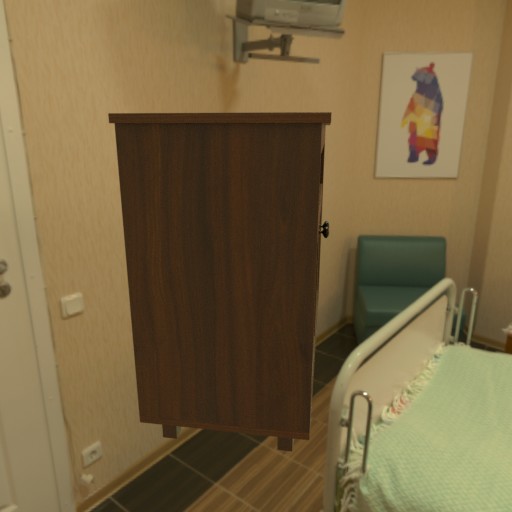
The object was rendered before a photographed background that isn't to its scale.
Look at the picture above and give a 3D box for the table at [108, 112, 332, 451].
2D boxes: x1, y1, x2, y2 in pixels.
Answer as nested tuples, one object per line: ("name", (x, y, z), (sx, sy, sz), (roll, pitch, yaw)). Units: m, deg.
("table", (0.000, 0.000, 1.217), (0.390, 0.725, 0.802), (3, 16, 9))
